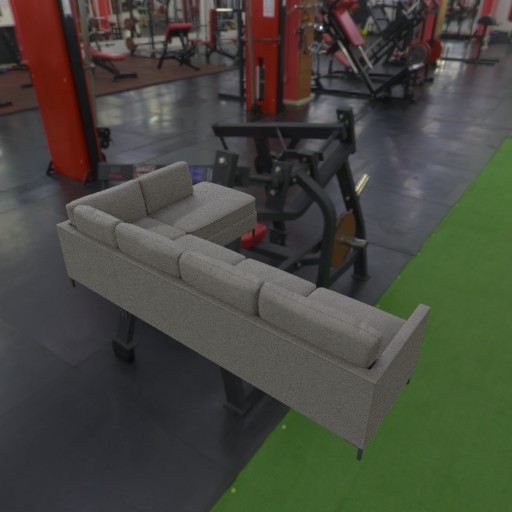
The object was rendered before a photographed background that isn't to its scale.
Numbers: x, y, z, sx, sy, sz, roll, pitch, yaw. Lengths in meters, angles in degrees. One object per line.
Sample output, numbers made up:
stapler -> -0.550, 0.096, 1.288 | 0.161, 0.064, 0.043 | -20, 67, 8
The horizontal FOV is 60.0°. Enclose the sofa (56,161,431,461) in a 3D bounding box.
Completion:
sofa -> 0.000, 0.000, 4.217 | 3.331, 0.964, 2.077 | 21, 37, 32
